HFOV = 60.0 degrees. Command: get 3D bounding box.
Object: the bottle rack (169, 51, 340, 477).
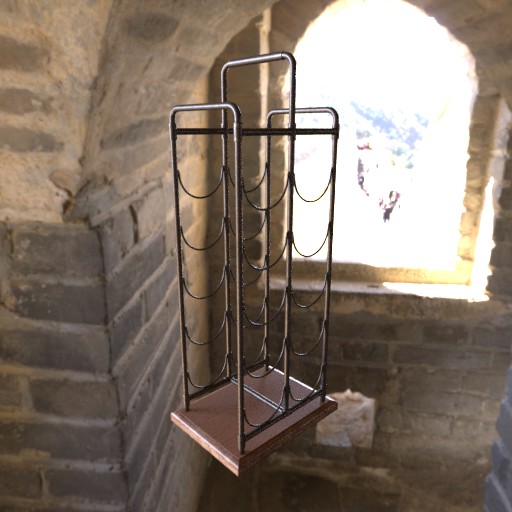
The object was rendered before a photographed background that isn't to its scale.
[{"bbox_3d":[0.000,0.000,0.817,0.276,0.680,0.208,-15,22,-41],"label":"bottle rack"}]
